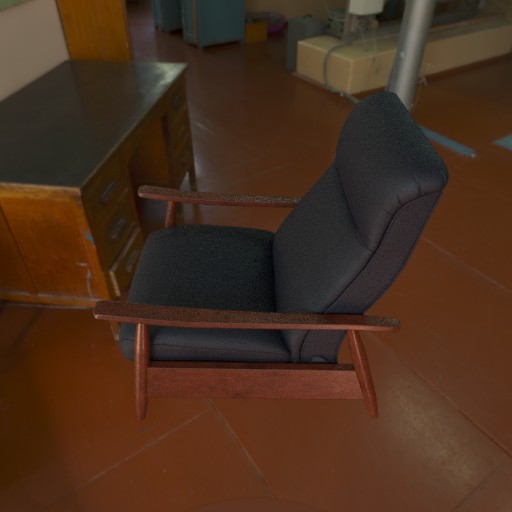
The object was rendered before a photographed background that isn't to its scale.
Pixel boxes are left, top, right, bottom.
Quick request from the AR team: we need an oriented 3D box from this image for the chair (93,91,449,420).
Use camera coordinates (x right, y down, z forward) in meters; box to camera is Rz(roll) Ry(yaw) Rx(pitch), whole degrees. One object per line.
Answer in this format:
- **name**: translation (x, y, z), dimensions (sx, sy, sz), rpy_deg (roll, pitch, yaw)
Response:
- **chair**: translation (0.000, 0.000, 1.703), dimensions (1.014, 1.082, 0.762), rpy_deg (0, 40, 0)
